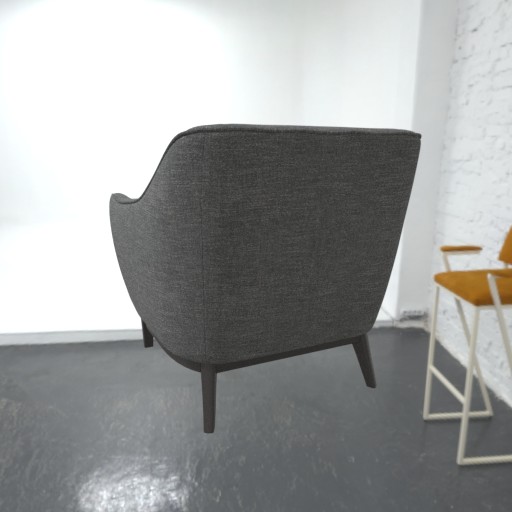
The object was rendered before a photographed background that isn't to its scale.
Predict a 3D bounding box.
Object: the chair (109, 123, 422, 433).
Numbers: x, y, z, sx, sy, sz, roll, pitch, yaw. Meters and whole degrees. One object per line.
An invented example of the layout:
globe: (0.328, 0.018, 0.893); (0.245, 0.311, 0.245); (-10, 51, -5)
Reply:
chair: (0.000, 0.000, 1.543); (0.870, 0.829, 0.851); (-6, 14, -25)
